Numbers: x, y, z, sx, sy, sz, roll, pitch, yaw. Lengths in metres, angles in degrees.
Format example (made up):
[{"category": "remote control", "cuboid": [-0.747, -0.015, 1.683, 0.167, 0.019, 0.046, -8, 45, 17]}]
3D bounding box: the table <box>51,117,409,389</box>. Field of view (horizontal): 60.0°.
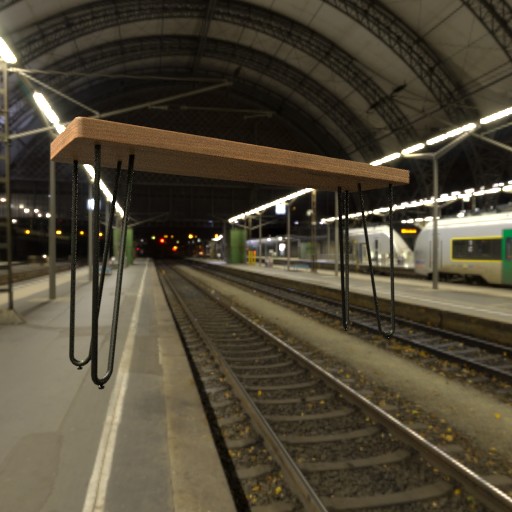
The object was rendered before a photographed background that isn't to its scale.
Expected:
[{"category": "table", "cuboid": [0.000, 0.000, 1.919, 1.570, 0.834, 0.425, 0, 1, -35]}]
